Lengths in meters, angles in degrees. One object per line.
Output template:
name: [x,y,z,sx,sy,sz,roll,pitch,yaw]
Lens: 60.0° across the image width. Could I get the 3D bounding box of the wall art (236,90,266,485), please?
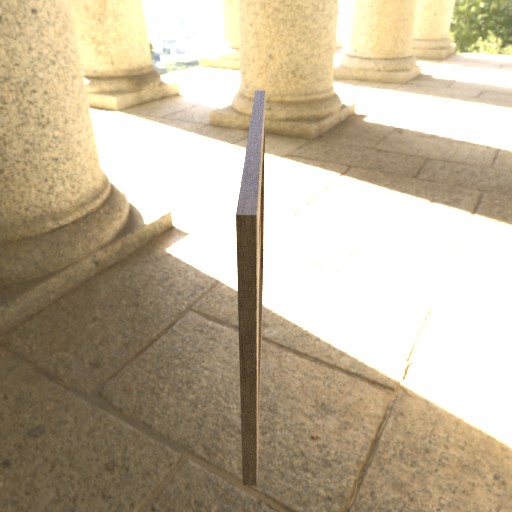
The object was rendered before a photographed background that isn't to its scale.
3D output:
wall art: [0.000,0.000,0.942,0.026,0.535,0.690,1,32,2]
